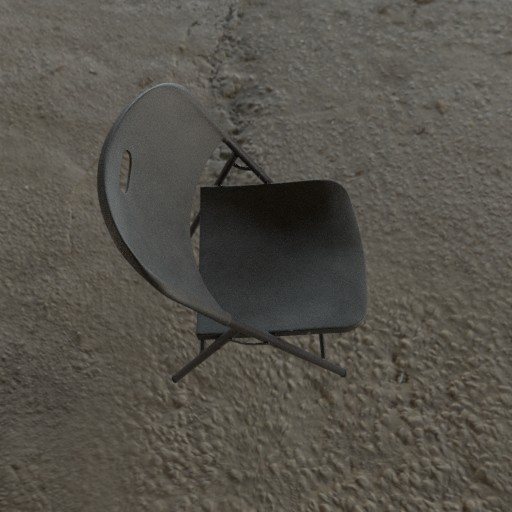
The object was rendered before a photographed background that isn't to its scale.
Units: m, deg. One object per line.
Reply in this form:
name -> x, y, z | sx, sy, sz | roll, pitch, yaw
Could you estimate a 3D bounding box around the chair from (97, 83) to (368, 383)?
chair -> 0.000, 0.000, 1.154 | 0.567, 0.810, 0.494 | -2, 64, -1
